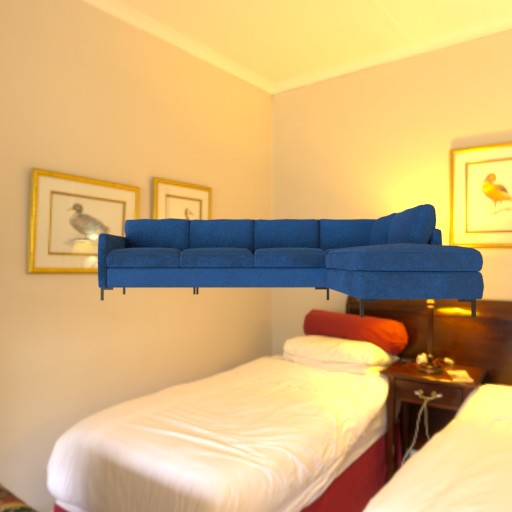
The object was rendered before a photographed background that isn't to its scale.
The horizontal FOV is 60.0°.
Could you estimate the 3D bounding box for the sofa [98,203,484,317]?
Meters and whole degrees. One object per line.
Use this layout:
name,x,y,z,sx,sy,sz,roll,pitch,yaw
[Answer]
sofa,0.000,0.000,3.247,2.486,0.687,1.707,0,-1,-1
